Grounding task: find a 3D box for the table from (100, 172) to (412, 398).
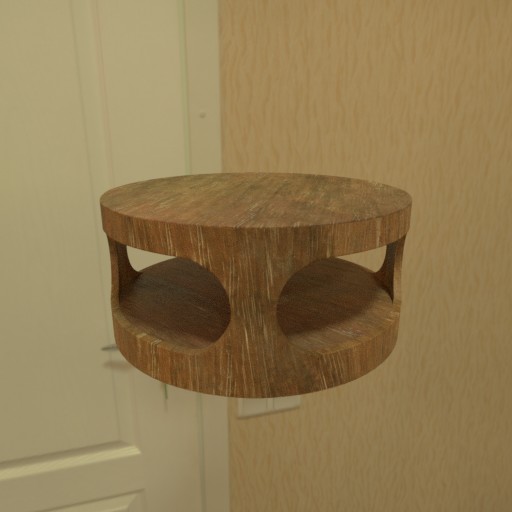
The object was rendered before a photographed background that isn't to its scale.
[{"bbox_3d":[0.000,0.000,1.524,0.974,0.450,0.974,0,18,0],"label":"table"}]
